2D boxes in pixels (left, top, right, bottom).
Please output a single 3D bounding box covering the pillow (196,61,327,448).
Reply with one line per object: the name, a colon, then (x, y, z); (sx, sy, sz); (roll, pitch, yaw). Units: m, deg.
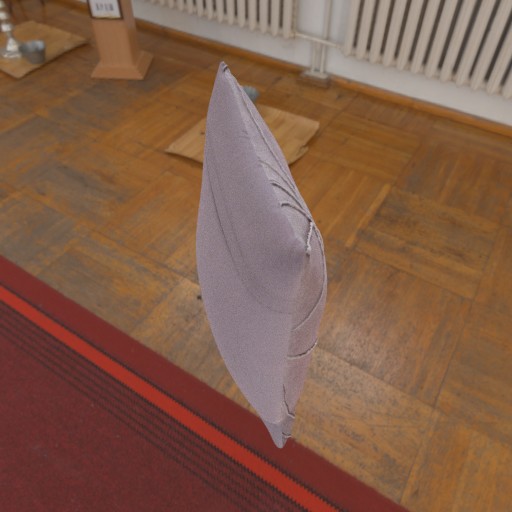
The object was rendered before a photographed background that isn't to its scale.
pillow: (0.000, 0.000, 0.692); (0.185, 0.440, 0.439); (-10, 48, -9)
